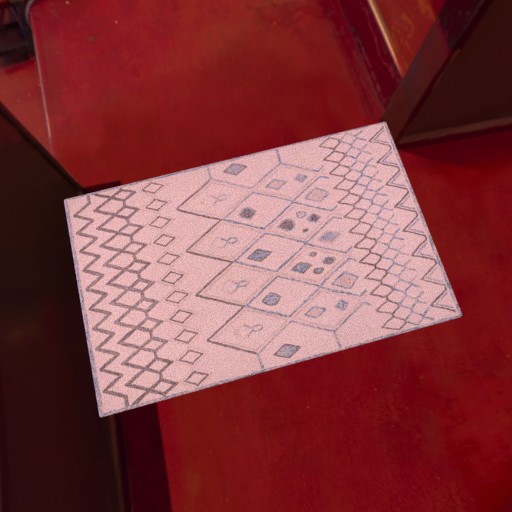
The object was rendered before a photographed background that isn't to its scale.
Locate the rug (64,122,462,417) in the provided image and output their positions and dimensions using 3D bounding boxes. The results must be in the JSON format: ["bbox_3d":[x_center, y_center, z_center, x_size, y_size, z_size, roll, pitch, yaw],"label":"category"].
[{"bbox_3d":[0.000,0.000,3.063,2.439,0.015,1.524,-15,75,-4],"label":"rug"}]
